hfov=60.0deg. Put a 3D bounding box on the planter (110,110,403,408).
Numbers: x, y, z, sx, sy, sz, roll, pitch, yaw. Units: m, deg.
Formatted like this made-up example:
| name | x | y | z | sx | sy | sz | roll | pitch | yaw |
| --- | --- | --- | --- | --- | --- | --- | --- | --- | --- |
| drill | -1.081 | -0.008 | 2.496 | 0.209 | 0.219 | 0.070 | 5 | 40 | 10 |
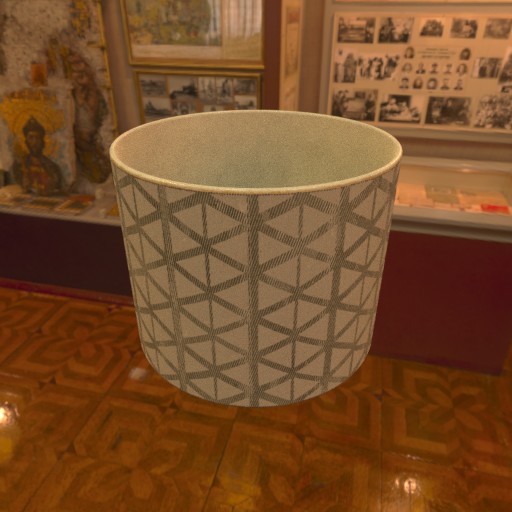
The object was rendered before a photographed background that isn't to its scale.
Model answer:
| name | x | y | z | sx | sy | sz | roll | pitch | yaw |
| --- | --- | --- | --- | --- | --- | --- | --- | --- | --- |
| planter | 0.000 | 0.000 | 0.343 | 0.190 | 0.181 | 0.190 | 0 | 30 | 0 |
